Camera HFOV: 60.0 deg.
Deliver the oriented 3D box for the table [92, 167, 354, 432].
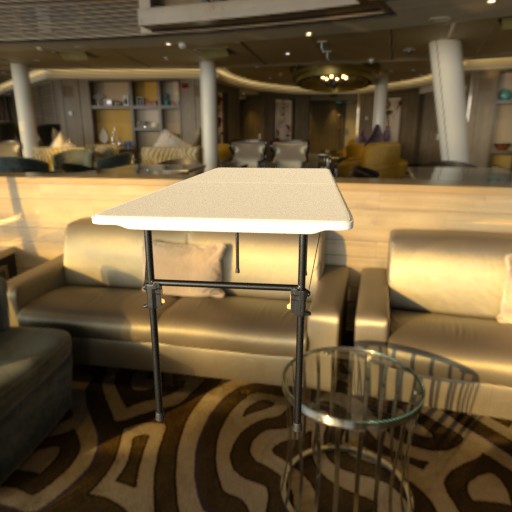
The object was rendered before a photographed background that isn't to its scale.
[{"bbox_3d":[0.000,0.000,2.194,0.761,0.719,1.829,2,16,7],"label":"table"}]
